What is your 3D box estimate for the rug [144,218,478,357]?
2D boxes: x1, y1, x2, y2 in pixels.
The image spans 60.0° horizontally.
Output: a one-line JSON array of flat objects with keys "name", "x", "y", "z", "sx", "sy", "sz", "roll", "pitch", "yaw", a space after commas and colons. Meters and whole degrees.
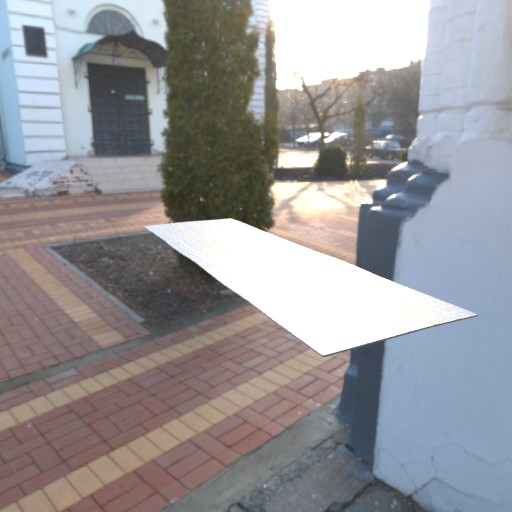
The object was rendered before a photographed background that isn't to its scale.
[{"name": "rug", "x": 0.000, "y": 0.000, "z": 2.667, "sx": 0.762, "sy": 0.013, "sz": 2.439, "roll": -8, "pitch": 17, "yaw": -26}]
